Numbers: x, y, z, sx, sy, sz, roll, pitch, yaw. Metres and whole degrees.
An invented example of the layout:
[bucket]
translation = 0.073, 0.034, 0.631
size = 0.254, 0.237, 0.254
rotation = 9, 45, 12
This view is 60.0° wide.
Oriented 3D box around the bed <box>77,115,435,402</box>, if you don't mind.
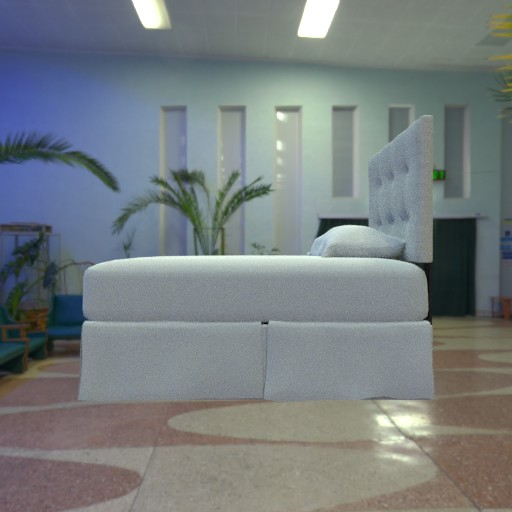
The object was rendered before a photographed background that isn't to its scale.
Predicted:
[bed]
translation = 0.000, 0.000, 3.010
size = 1.997, 1.571, 1.261
rotation = 0, 1, 0
